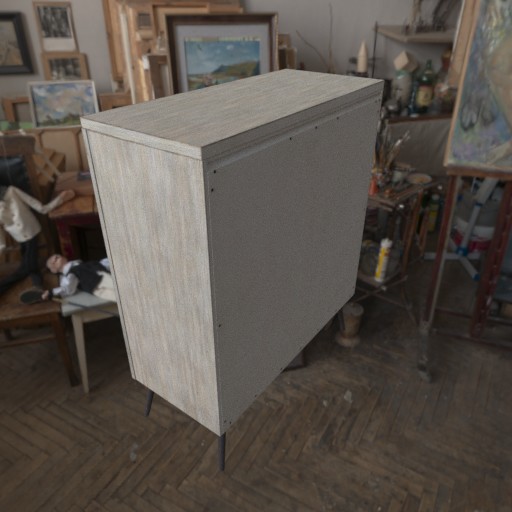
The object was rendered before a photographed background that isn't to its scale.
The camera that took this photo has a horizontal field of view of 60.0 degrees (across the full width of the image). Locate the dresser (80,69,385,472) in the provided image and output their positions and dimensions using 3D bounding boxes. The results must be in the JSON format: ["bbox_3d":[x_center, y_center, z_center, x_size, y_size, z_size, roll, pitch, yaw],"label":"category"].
[{"bbox_3d":[0.000,0.000,1.753,0.457,1.219,1.016,21,37,31],"label":"dresser"}]
